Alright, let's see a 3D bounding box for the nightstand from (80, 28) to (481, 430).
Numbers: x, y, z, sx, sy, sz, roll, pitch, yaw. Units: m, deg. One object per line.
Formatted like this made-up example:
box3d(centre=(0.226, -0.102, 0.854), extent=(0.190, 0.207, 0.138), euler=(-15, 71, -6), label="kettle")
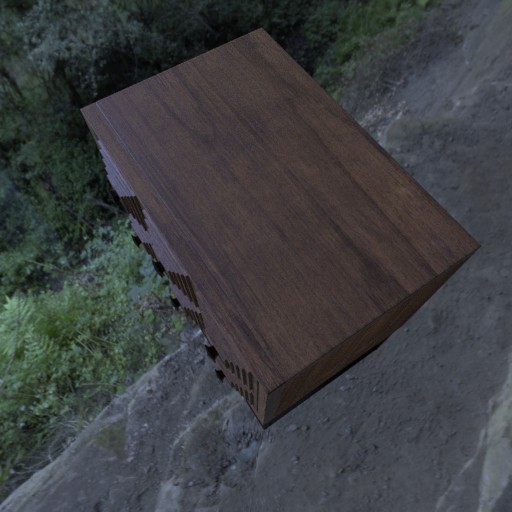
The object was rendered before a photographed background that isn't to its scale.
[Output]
box3d(centre=(0.000, 0.000, 1.019), extent=(0.437, 0.610, 0.610), euler=(-31, 68, -14), label="nightstand")
